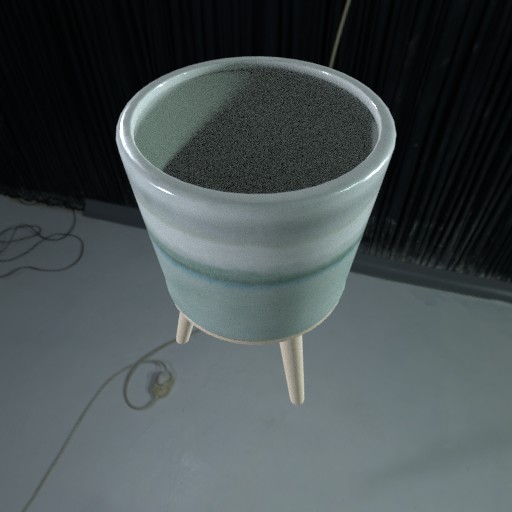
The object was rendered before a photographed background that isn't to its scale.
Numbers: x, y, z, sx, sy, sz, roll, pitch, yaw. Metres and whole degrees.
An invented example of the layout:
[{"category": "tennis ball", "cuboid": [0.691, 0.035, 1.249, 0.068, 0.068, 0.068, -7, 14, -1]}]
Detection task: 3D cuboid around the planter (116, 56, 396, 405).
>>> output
[{"category": "planter", "cuboid": [0.000, 0.000, 0.574, 0.265, 0.404, 0.265, 9, 48, 8]}]
